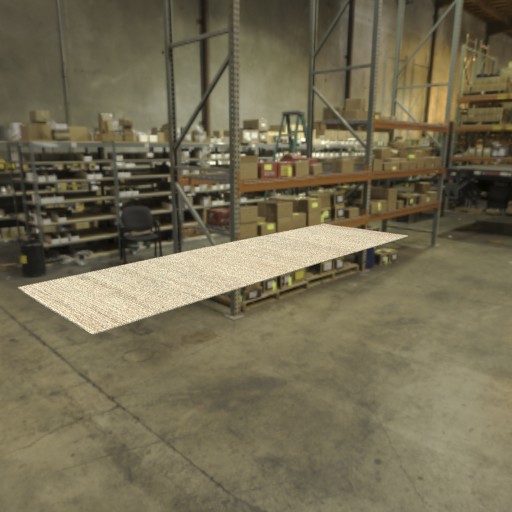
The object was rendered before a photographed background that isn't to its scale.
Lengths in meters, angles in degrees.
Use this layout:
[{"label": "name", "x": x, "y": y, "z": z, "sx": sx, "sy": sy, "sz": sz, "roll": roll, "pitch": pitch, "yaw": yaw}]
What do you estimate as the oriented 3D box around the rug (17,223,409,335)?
[{"label": "rug", "x": 0.000, "y": 0.000, "z": 2.606, "sx": 0.741, "sy": 0.014, "sz": 2.390, "roll": 13, "pitch": 19, "yaw": 43}]
